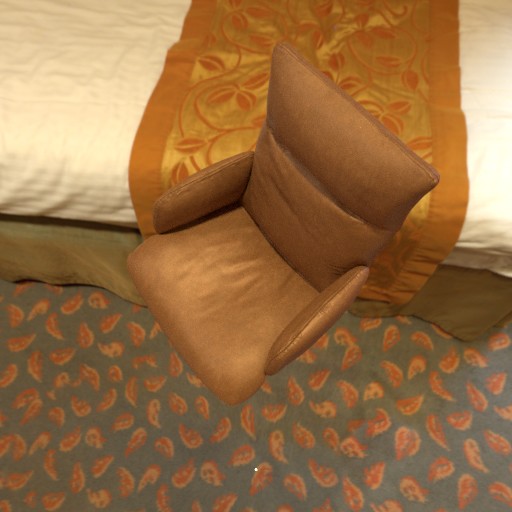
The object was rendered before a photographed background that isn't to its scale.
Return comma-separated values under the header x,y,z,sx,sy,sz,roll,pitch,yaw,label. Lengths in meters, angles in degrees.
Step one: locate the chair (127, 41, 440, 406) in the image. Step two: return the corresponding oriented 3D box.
x,y,z,sx,sy,sz,roll,pitch,yaw,label
0.000,0.000,1.532,0.794,1.027,0.711,-35,69,-15,chair
